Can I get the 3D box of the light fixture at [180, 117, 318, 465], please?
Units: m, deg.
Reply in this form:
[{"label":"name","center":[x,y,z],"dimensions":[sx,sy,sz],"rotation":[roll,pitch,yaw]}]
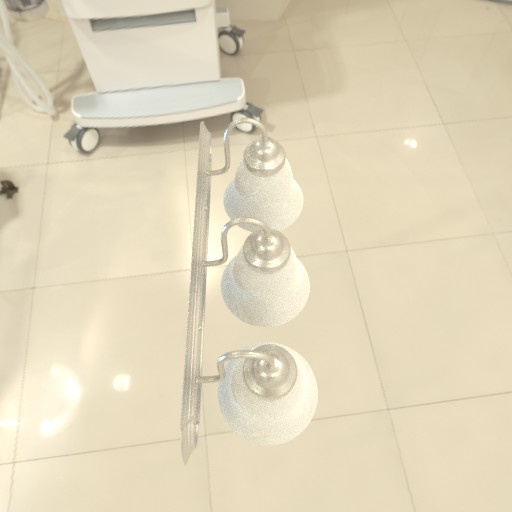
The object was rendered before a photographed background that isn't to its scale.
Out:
[{"label":"light fixture","center":[0.000,0.000,0.720],"dimensions":[0.199,0.222,0.610],"rotation":[-1,62,0]}]
